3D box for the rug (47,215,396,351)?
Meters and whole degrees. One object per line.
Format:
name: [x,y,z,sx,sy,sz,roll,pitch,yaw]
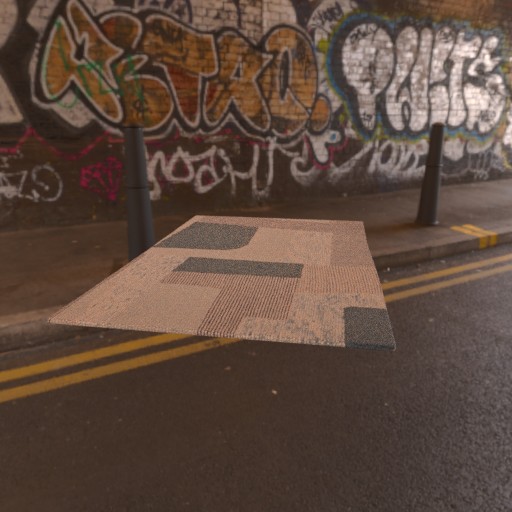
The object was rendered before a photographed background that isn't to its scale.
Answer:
rug: [0.000,0.000,2.386,1.238,0.020,1.847,3,17,9]
